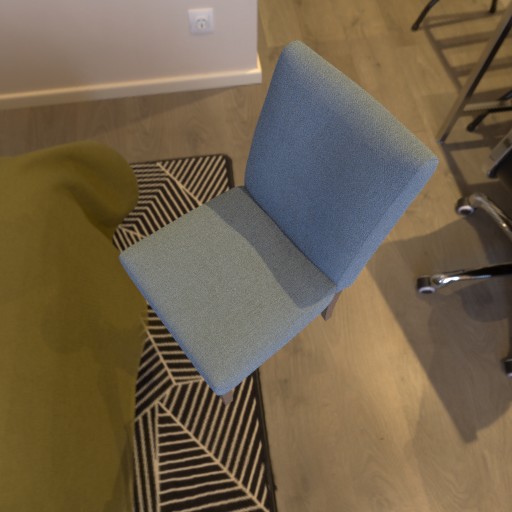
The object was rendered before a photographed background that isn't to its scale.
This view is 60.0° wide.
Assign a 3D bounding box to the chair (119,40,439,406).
[{"bbox_3d":[0.000,0.000,1.258,0.629,0.882,0.487,-36,70,-15],"label":"chair"}]
